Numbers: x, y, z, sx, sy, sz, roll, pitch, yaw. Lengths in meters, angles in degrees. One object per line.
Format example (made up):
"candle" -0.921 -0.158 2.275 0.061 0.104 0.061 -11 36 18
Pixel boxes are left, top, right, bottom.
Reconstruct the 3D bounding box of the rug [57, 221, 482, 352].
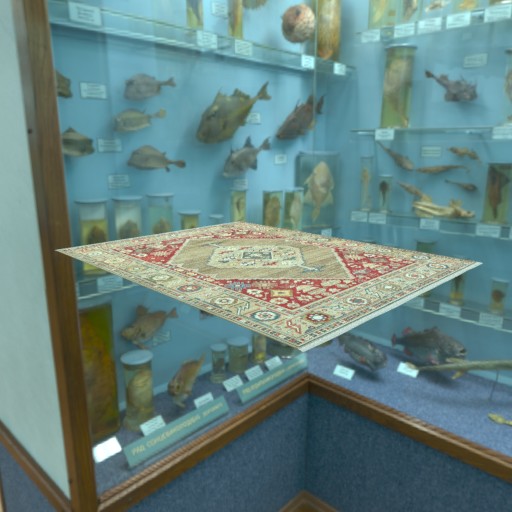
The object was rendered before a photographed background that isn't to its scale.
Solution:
"rug" 0.000 0.000 4.096 2.451 0.008 3.143 -13 19 -43
